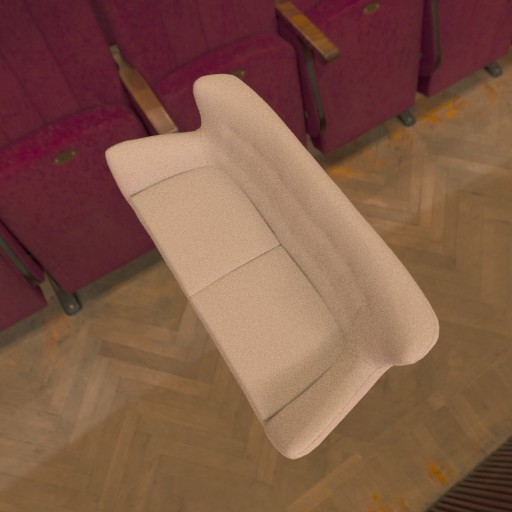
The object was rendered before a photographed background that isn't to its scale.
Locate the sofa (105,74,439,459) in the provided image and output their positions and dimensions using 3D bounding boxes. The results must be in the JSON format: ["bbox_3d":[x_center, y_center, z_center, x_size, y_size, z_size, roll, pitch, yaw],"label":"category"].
[{"bbox_3d":[0.000,0.000,2.452,0.899,0.890,1.930,-30,69,-13],"label":"sofa"}]
